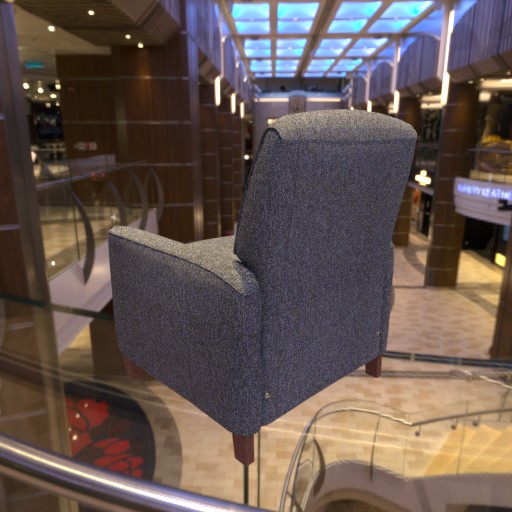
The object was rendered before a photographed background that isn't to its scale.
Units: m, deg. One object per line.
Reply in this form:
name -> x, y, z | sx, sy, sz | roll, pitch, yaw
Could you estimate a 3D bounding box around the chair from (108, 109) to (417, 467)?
chair -> 0.000, 0.000, 1.661 | 0.848, 1.014, 0.864 | -14, 21, -42
